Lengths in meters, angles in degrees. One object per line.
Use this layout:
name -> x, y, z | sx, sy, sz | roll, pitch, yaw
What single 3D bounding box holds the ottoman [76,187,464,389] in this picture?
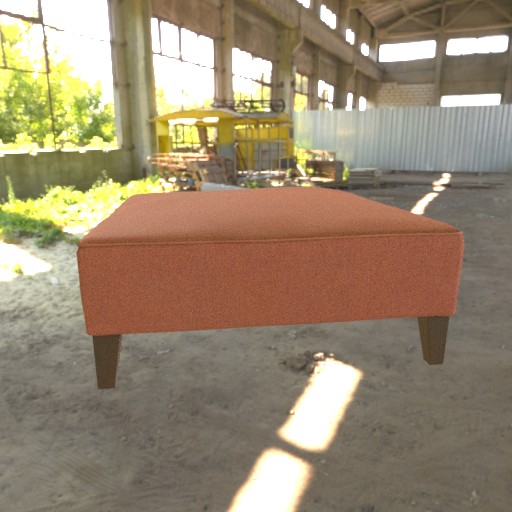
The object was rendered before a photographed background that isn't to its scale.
ottoman -> 0.000, 0.000, 1.595 | 0.997, 0.438, 0.999 | -2, 14, -8
